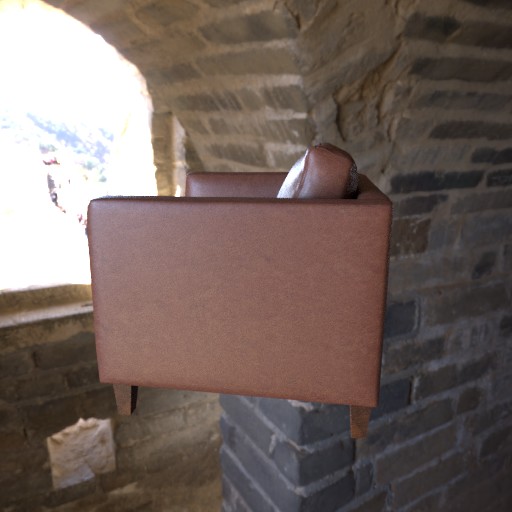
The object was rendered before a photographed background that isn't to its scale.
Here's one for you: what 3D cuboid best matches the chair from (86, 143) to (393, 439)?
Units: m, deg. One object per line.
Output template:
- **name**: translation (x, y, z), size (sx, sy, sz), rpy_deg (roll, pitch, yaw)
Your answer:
- **chair**: translation (0.000, 0.000, 1.854), size (0.959, 0.917, 1.107), rpy_deg (2, 15, 9)
